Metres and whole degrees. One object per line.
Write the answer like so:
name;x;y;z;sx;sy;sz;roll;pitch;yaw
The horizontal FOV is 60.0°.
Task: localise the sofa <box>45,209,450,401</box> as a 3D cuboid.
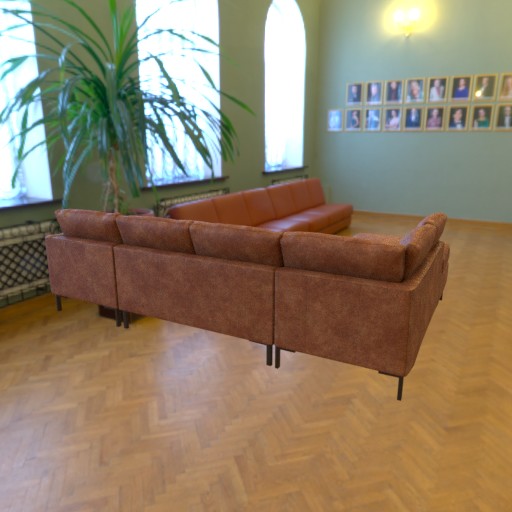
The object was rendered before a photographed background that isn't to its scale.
sofa;0.000;0.000;3.853;2.956;0.900;1.939;8;17;27
